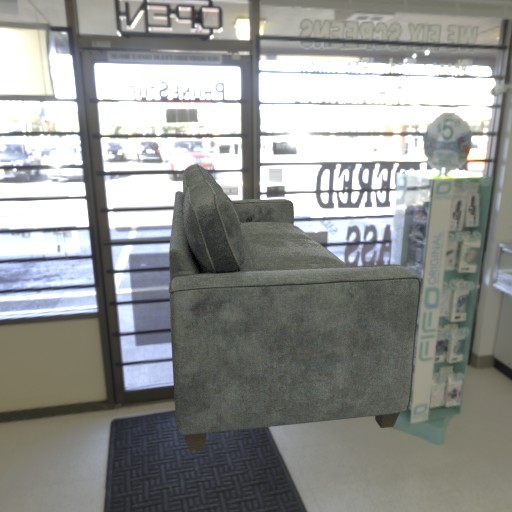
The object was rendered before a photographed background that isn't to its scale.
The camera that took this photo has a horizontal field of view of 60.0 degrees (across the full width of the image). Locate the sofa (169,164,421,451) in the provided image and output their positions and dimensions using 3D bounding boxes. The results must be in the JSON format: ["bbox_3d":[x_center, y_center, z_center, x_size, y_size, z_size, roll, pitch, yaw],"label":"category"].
[{"bbox_3d":[0.000,0.000,2.597,0.939,0.965,2.133,-2,15,-9],"label":"sofa"}]
